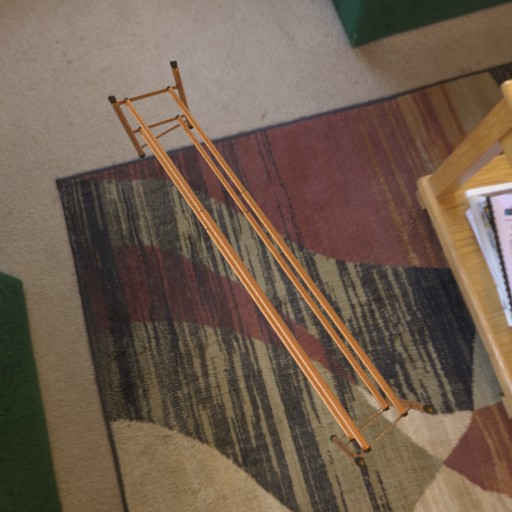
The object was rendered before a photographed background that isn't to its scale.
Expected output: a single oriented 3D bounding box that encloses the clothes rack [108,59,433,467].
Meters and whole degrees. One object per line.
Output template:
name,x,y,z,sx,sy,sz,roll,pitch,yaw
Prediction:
clothes rack,0.000,0.000,1.313,0.229,0.349,1.168,-33,78,-8
